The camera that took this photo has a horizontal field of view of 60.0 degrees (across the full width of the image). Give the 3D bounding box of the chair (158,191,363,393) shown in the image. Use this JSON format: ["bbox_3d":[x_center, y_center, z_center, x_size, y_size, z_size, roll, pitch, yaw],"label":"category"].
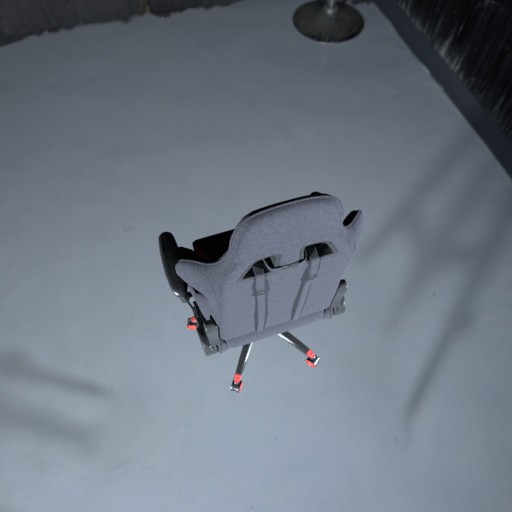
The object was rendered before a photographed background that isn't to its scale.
[{"bbox_3d":[0.000,0.000,1.710,0.695,1.326,0.658,-16,61,-9],"label":"chair"}]
